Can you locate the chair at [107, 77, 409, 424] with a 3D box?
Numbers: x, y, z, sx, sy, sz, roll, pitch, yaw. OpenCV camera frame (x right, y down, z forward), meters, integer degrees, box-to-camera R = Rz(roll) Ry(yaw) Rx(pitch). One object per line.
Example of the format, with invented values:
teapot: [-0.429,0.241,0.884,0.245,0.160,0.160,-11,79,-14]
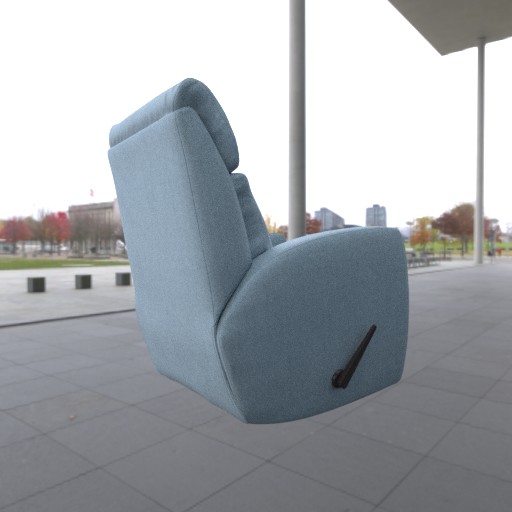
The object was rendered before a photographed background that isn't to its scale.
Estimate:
chair: [0.000,0.000,1.654,0.940,1.013,0.812,-1,1,-35]
